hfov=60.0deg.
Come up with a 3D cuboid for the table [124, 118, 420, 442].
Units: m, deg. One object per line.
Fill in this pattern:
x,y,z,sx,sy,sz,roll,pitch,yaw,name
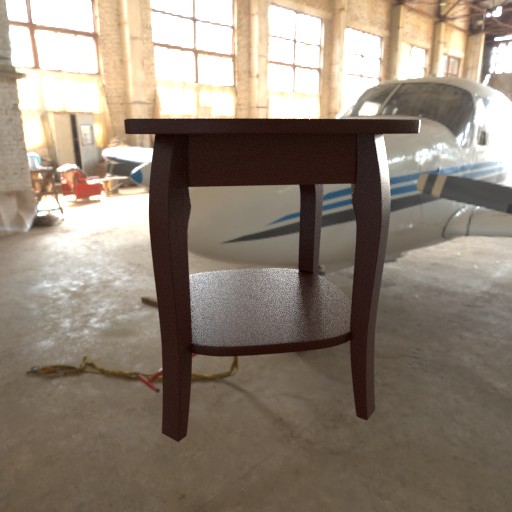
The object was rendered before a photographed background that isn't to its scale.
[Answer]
0.000,0.000,0.854,0.433,0.496,0.502,-3,16,-9,table
